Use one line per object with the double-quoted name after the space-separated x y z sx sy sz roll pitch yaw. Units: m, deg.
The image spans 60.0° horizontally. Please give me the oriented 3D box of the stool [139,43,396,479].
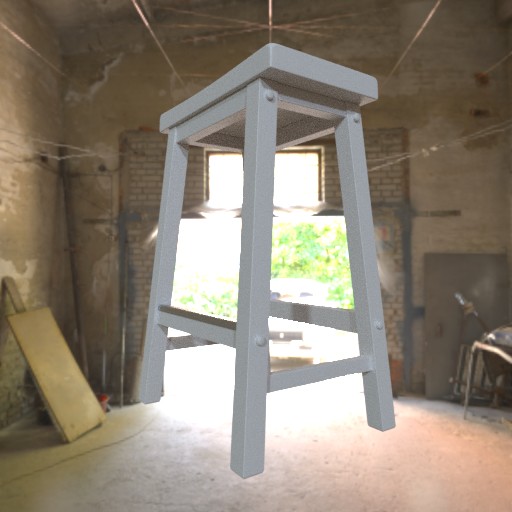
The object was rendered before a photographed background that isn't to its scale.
0.000 0.000 0.860 0.322 0.610 0.406 0 0 -35 "stool"
